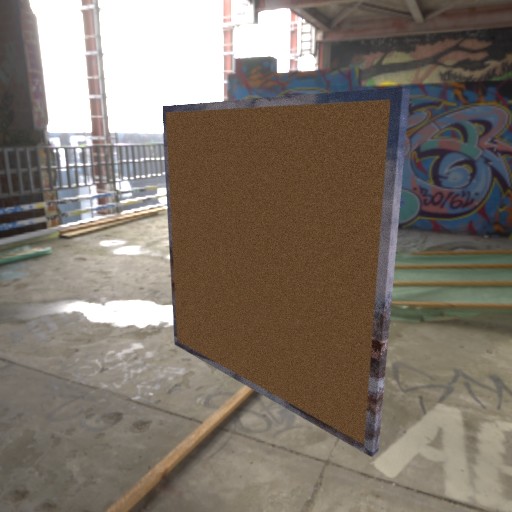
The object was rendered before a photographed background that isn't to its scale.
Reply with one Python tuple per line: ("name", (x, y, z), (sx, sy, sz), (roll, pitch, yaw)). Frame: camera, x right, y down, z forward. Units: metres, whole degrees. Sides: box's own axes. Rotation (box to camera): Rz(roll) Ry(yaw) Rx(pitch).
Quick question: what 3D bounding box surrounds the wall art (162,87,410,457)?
("wall art", (0.000, 0.000, 1.339), (0.035, 0.897, 0.888), (-15, 21, -42))
